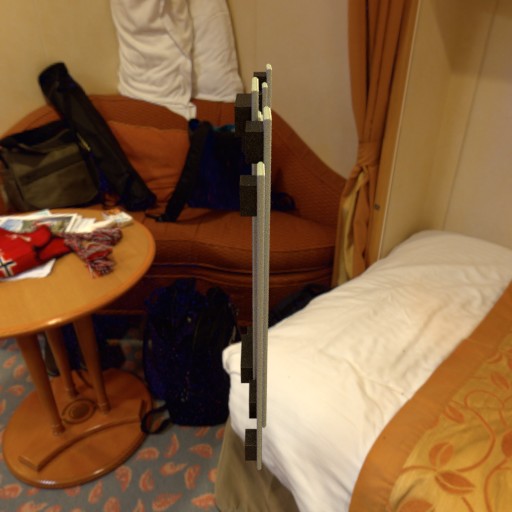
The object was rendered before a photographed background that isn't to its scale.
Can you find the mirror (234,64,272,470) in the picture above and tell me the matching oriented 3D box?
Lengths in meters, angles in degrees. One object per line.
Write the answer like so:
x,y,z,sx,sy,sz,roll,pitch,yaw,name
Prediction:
0.000,0.000,0.807,0.058,0.611,0.445,0,30,0,mirror
